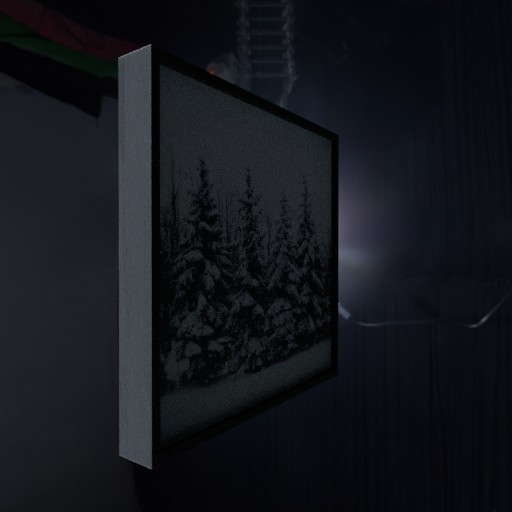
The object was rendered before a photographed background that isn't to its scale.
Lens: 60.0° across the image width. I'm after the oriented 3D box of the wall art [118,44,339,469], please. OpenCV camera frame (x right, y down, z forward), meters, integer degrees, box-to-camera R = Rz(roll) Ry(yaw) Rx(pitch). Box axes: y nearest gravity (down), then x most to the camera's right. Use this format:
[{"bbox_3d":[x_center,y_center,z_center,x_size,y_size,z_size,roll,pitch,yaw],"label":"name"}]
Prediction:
[{"bbox_3d":[0.000,0.000,0.452,0.037,0.305,0.305,0,1,36],"label":"wall art"}]
